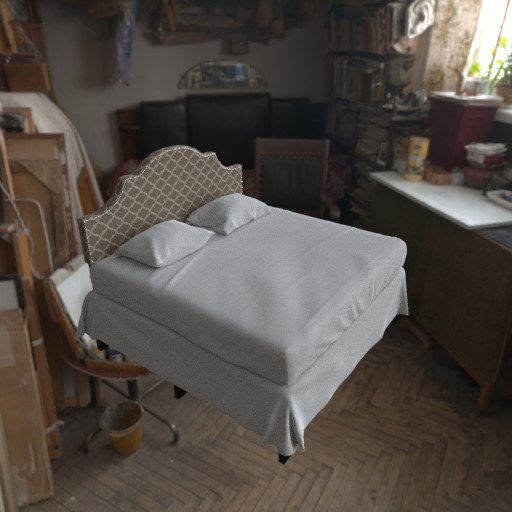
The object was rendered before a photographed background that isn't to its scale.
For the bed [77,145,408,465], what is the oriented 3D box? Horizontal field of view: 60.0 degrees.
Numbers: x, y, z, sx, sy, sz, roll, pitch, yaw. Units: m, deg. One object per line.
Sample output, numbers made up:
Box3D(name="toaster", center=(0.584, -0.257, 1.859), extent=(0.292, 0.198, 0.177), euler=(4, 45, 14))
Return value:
Box3D(name="bed", center=(0.000, 0.000, 3.789), extent=(2.222, 1.601, 2.314), euler=(18, 32, 32))
